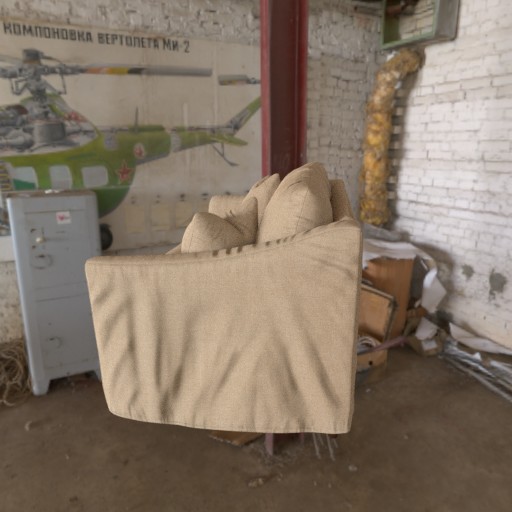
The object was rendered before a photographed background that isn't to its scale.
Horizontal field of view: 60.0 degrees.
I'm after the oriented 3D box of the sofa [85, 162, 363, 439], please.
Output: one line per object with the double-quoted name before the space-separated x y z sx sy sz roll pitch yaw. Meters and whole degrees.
"sofa" 0.000 0.000 2.599 1.072 1.018 2.010 2 15 9
